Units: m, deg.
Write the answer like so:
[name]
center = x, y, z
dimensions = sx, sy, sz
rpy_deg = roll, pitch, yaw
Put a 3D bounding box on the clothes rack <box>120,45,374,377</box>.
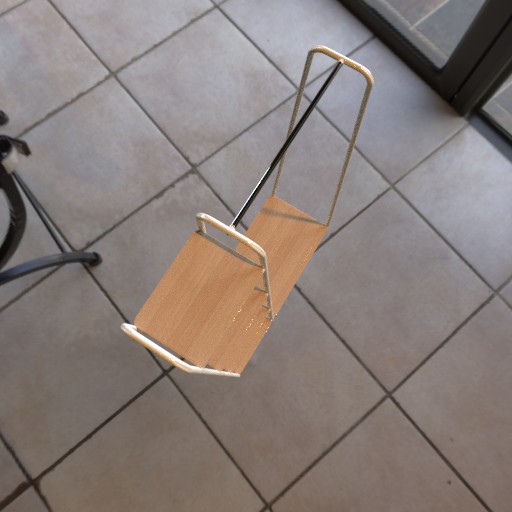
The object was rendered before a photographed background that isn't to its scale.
[clothes rack]
center = 0.000, 0.000, 1.940
dimensions = 0.400, 1.500, 1.011
rpy_deg = 31, 78, 7
